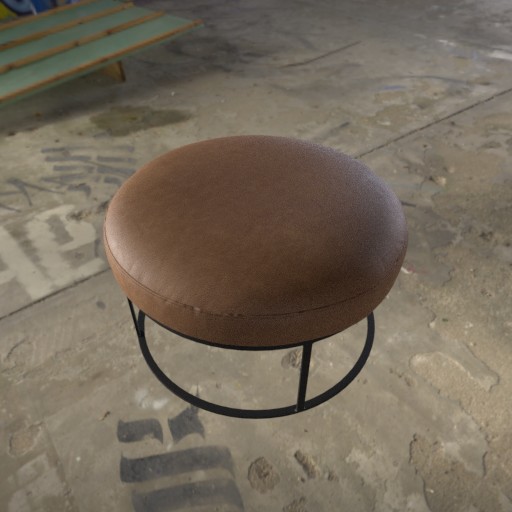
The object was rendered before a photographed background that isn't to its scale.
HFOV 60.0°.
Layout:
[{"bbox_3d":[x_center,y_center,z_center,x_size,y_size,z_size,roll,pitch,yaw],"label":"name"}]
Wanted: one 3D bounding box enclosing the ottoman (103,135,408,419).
[{"bbox_3d":[0.000,0.000,1.252,0.771,0.460,0.771,0,41,0],"label":"ottoman"}]
